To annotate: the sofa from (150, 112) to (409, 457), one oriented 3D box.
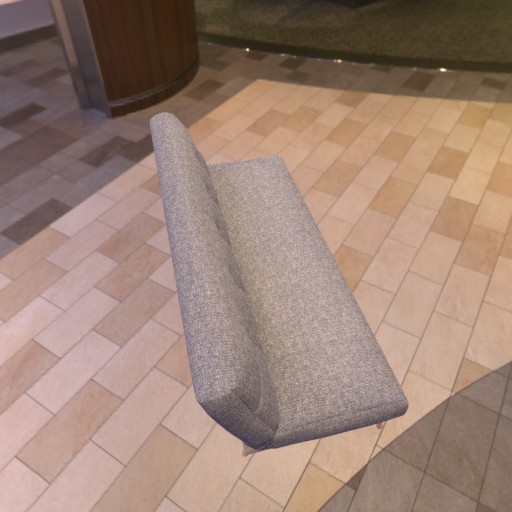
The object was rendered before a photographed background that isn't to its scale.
[{"bbox_3d":[0.000,0.000,2.255,0.820,0.770,1.820,-10,47,-10],"label":"sofa"}]
